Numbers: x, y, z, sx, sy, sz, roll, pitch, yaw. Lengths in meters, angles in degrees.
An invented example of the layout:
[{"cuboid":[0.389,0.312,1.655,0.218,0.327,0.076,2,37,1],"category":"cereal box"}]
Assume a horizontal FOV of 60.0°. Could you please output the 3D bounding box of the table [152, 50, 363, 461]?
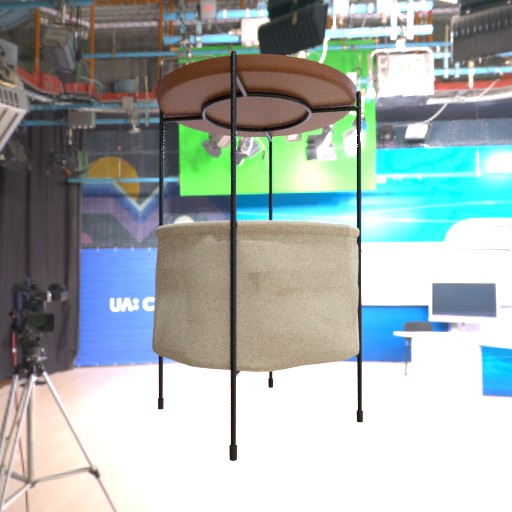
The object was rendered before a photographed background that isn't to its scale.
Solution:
[{"cuboid":[0.000,0.000,0.871,0.393,0.623,0.393,1,-1,-35],"category":"table"}]
